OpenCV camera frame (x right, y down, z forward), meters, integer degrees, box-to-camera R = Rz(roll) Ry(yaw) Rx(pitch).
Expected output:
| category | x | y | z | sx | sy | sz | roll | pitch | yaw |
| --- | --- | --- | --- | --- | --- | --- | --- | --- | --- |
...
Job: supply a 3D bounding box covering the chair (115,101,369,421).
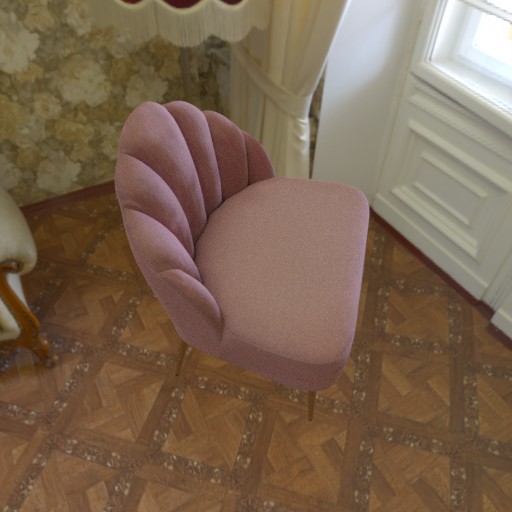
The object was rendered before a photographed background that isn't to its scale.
| category | x | y | z | sx | sy | sz | roll | pitch | yaw |
| --- | --- | --- | --- | --- | --- | --- | --- | --- | --- |
| chair | 0.000 | 0.000 | 1.262 | 0.599 | 0.819 | 0.657 | 11 | 48 | 10 |
